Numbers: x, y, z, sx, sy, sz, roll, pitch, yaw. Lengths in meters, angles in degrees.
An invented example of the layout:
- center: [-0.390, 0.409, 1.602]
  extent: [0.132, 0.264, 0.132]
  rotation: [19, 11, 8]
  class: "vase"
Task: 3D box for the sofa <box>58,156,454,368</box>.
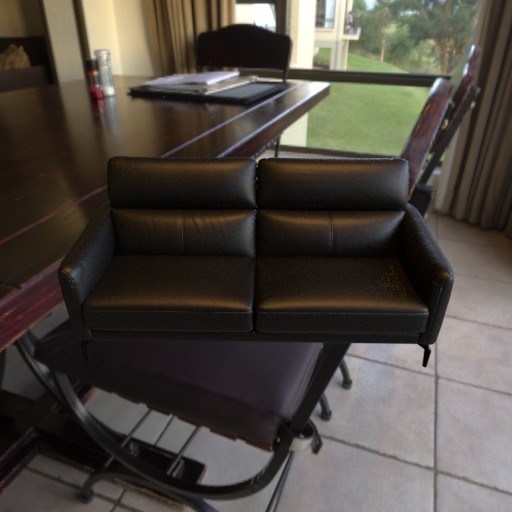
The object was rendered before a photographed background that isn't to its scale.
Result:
- center: [0.000, 0.000, 2.611]
  extent: [2.069, 0.957, 0.856]
  rotation: [1, 30, 1]
  class: "sofa"
